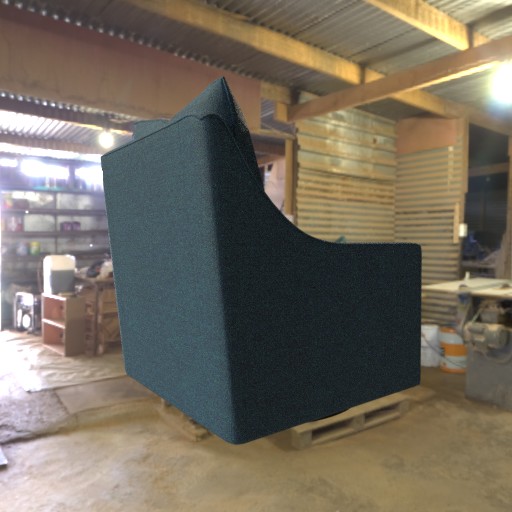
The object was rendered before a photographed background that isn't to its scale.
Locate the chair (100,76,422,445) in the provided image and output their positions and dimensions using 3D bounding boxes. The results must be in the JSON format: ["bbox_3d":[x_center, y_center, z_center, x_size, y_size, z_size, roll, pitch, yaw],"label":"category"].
[{"bbox_3d":[0.000,0.000,1.556,0.870,0.939,0.750,-2,3,-36],"label":"chair"}]
